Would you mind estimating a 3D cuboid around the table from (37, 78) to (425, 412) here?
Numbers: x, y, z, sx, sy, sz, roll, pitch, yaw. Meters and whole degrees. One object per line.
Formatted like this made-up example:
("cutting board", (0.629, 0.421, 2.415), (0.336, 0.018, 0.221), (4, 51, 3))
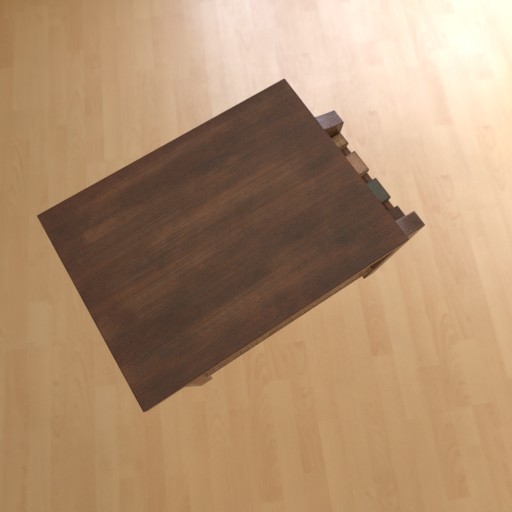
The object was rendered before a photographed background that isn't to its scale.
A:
("table", (0.000, 0.000, 0.996), (0.609, 0.584, 0.356), (-32, 77, -9))
